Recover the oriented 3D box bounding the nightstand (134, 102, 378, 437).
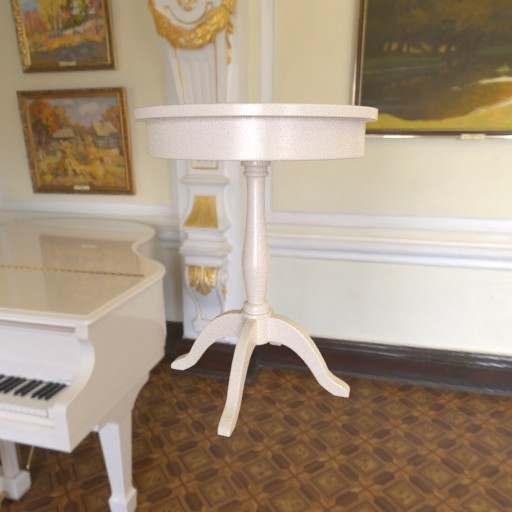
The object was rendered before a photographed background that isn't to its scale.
[{"bbox_3d":[0.000,0.000,1.047,0.513,0.653,0.513,7,17,25],"label":"nightstand"}]
